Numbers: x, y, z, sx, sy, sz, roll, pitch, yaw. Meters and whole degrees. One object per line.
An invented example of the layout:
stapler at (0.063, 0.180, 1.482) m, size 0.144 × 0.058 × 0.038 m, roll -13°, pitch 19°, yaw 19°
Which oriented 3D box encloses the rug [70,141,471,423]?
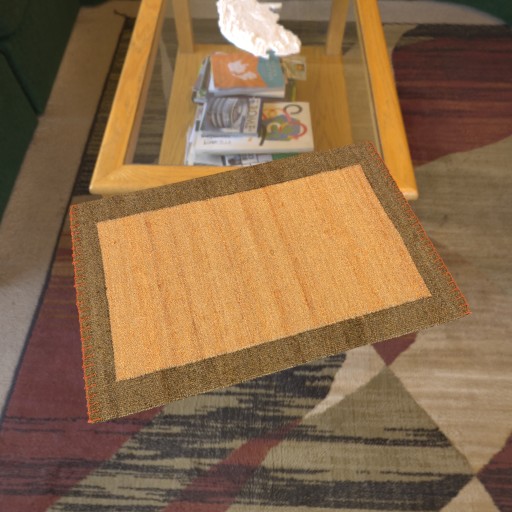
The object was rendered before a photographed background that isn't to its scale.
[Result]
rug at (0.000, 0.000, 2.300) m, size 1.838 × 0.019 × 1.220 m, roll -14°, pitch 60°, yaw -8°
